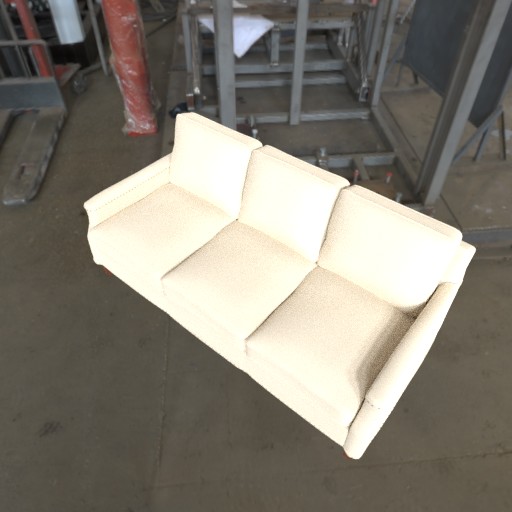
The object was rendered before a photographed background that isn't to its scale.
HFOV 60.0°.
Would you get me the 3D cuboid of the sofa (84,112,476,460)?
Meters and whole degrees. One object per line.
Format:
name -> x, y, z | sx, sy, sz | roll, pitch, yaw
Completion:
sofa -> 0.000, 0.000, 2.796 | 2.246, 1.003, 1.084 | 31, 53, 27
